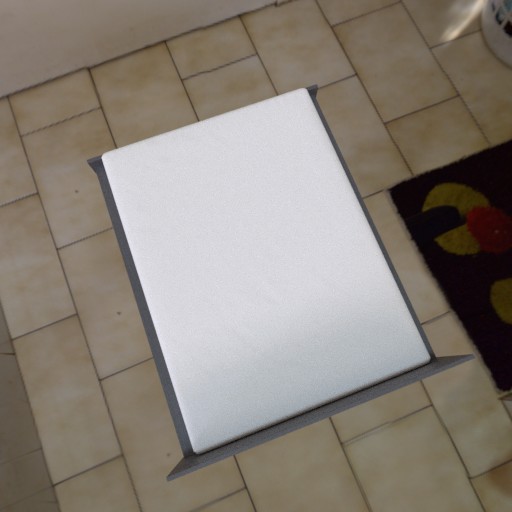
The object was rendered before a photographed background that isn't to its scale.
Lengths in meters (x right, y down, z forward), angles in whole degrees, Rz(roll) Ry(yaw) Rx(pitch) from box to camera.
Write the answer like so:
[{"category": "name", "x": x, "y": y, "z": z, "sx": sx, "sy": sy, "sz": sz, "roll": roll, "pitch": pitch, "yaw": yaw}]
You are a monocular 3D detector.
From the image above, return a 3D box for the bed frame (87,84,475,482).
[{"category": "bed frame", "x": 0.000, "y": 0.000, "z": 2.773, "sx": 1.622, "sy": 0.800, "sz": 1.960, "roll": -20, "pitch": 76, "yaw": -5}]
